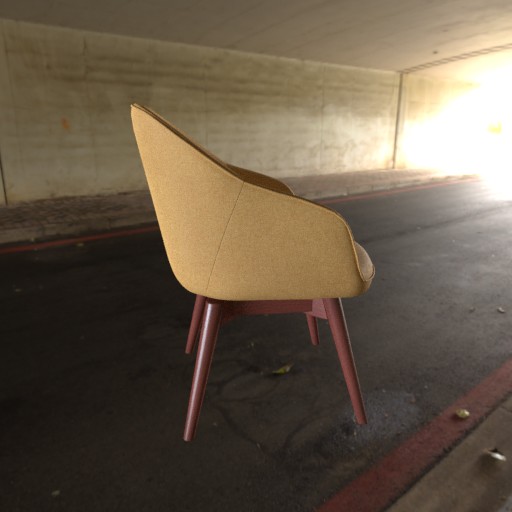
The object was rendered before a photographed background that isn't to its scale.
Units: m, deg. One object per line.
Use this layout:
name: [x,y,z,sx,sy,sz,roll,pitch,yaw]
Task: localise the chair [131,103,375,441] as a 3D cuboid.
chair: [0.000,0.000,1.273,0.635,0.823,0.596,-2,16,-8]
